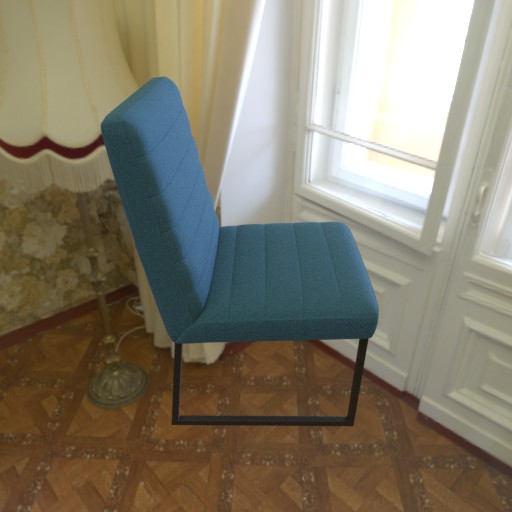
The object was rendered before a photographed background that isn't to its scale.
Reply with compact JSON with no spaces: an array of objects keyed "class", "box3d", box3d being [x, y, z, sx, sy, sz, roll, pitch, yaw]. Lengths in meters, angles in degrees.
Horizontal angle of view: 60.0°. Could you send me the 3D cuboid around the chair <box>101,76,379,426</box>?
[{"class":"chair","box3d":[0.000,0.000,1.310,0.634,0.930,0.520,0,31,0]}]
